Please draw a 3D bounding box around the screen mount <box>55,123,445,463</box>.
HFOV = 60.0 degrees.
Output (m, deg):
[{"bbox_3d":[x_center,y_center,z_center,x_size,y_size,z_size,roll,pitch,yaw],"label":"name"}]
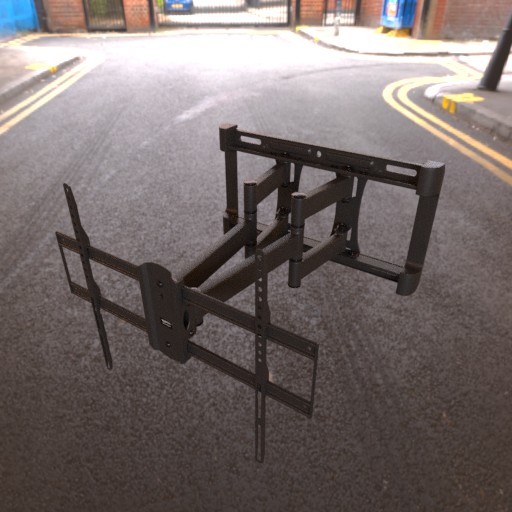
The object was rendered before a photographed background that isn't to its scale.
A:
[{"bbox_3d":[0.000,0.000,1.089,0.661,0.491,0.644,19,36,29],"label":"screen mount"}]
